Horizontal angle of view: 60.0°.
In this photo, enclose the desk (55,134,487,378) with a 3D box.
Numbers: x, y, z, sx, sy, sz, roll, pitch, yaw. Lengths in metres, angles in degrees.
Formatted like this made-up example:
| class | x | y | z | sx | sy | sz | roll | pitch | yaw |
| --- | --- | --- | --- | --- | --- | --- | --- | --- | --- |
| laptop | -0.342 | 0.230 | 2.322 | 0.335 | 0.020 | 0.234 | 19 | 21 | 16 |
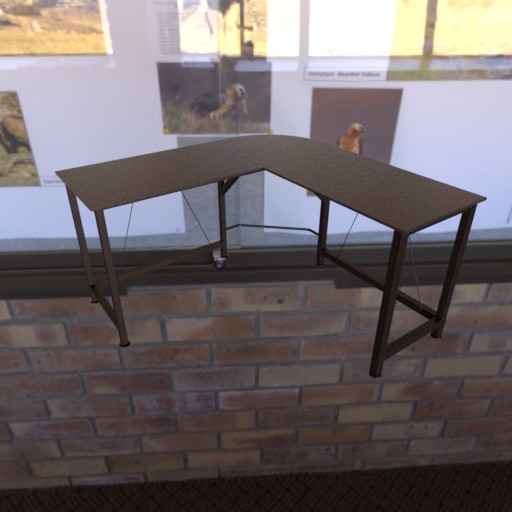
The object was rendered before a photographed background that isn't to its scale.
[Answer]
| class | x | y | z | sx | sy | sz | roll | pitch | yaw |
| --- | --- | --- | --- | --- | --- | --- | --- | --- | --- |
| desk | 0.000 | 0.000 | 2.204 | 1.400 | 0.762 | 1.400 | -20 | 36 | -30 |
